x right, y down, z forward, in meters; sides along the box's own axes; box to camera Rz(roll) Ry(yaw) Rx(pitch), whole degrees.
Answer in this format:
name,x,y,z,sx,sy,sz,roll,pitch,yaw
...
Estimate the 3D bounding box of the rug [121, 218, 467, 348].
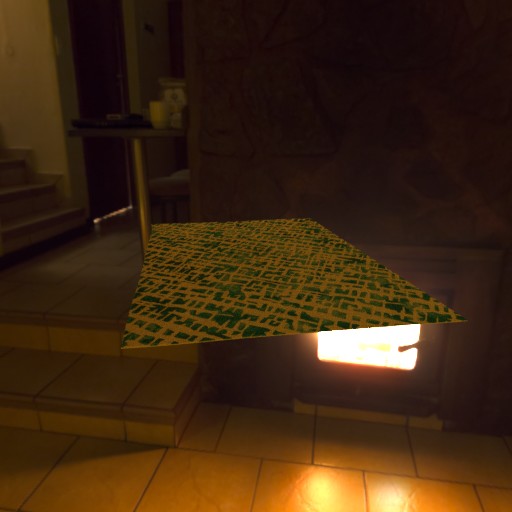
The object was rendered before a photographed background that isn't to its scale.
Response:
name,x,y,z,sx,sy,sz,roll,pitch,yaw
rug,0.000,0.000,3.044,1.520,0.011,2.447,-3,16,-10
